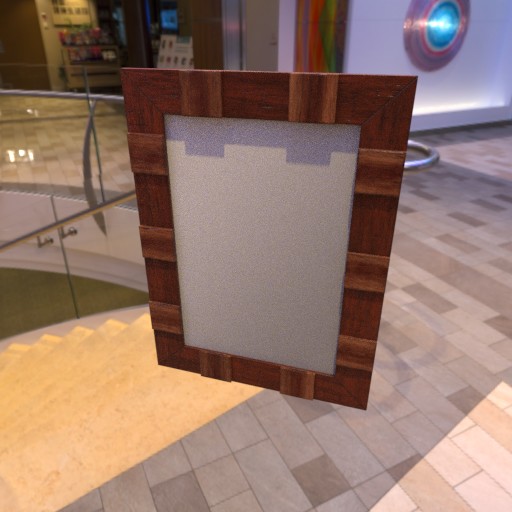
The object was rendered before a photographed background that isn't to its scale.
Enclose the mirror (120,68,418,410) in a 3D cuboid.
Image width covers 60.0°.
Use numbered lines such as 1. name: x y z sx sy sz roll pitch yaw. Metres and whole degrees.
1. mirror: 0.000 0.000 1.045 0.600 0.805 0.021 8 28 15
